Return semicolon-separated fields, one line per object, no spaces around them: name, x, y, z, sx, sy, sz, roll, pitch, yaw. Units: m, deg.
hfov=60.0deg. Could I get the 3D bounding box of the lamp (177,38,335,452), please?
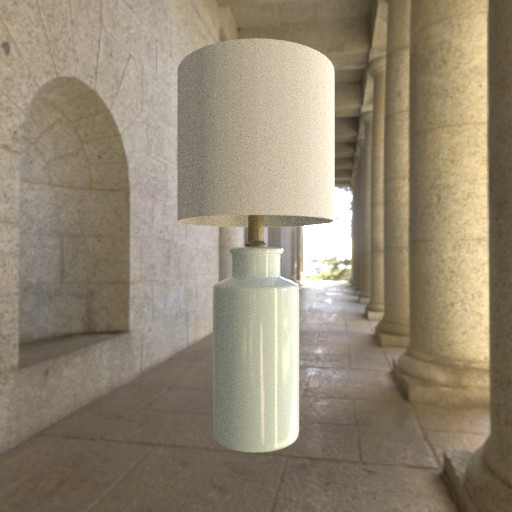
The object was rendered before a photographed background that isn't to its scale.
lamp;0.000;0.000;0.607;0.212;0.493;0.212;0;0;-19
